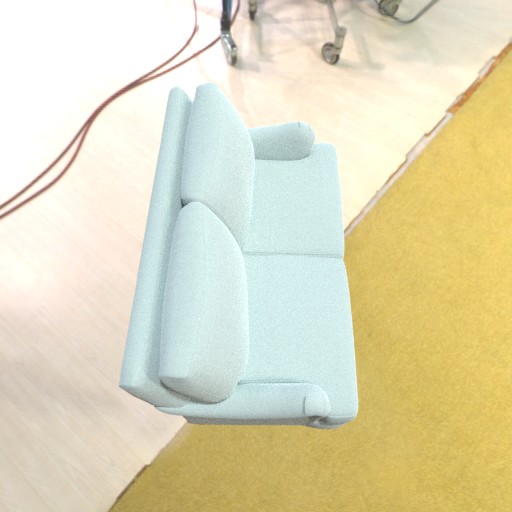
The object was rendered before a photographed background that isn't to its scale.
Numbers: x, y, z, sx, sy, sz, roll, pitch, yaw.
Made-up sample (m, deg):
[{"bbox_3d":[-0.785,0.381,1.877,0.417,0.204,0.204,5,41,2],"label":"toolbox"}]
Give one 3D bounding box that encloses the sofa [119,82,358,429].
[{"bbox_3d":[0.000,0.000,2.608,1.084,1.101,1.853,1,61,1],"label":"sofa"}]
